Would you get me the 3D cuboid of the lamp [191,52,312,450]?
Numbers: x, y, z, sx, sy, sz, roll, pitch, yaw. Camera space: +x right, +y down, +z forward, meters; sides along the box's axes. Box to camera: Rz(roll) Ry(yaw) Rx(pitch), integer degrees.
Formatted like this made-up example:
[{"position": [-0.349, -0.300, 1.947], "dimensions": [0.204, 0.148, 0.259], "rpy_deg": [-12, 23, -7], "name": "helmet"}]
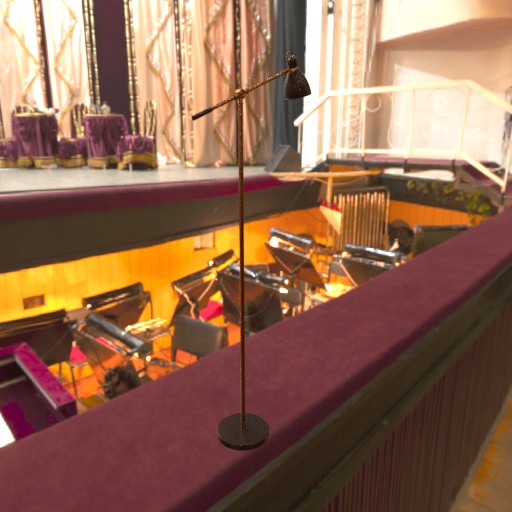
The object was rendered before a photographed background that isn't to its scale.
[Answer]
[{"position": [0.000, 0.000, 1.859], "dimensions": [0.235, 1.628, 0.618], "rpy_deg": [14, 20, 43], "name": "lamp"}]
